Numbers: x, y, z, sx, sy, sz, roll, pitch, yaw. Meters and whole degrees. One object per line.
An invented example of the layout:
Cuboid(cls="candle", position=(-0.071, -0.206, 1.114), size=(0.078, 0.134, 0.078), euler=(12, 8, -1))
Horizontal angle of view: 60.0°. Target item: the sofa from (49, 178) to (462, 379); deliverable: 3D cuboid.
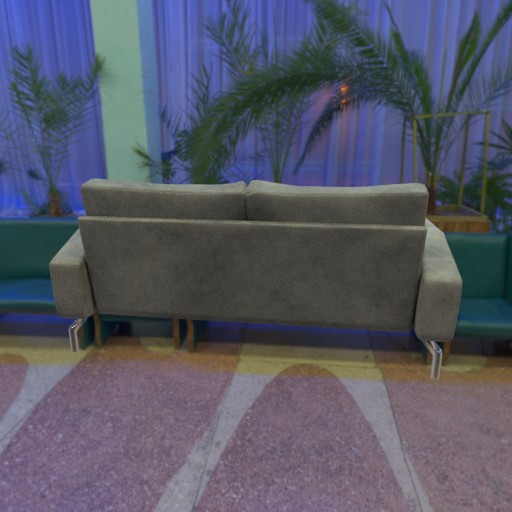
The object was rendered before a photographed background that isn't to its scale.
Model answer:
Cuboid(cls="sofa", position=(0.000, 0.000, 2.345), size=(1.837, 0.859, 0.849), euler=(2, 17, 8))
